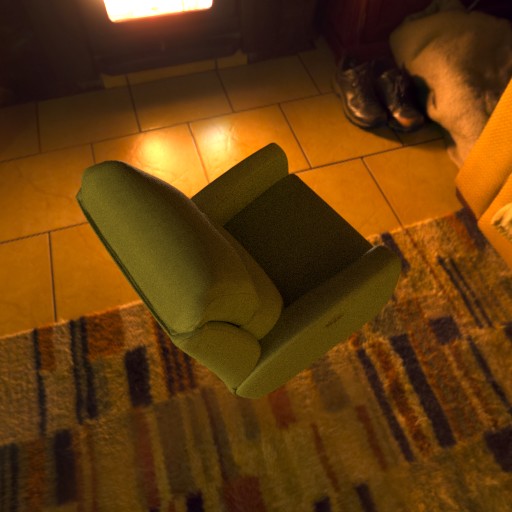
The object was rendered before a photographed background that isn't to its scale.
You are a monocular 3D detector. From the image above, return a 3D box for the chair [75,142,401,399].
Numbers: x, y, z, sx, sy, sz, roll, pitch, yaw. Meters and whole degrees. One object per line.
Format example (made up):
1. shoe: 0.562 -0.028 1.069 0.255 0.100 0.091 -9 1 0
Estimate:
1. chair: 0.000 0.000 1.686 0.940 1.016 0.794 -33 63 -19
